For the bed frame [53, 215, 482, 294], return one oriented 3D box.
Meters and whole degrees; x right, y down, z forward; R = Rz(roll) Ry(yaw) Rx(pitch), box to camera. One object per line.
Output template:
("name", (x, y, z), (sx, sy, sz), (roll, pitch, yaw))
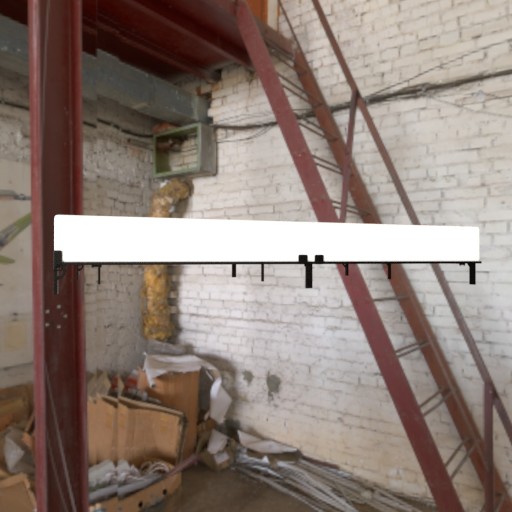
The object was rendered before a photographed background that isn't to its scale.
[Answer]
("bed frame", (0.000, 0.000, 3.814), (2.987, 0.440, 1.930), (0, 0, -19))
